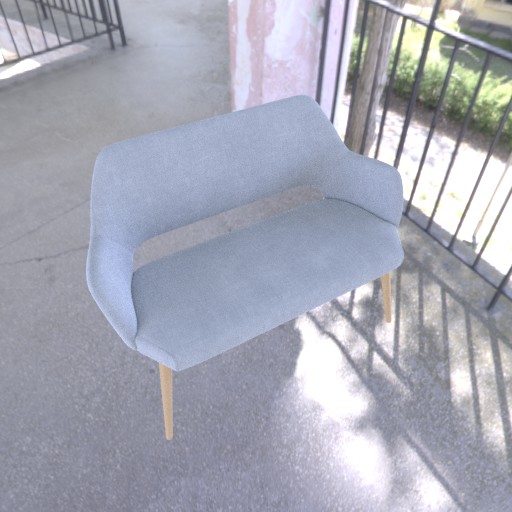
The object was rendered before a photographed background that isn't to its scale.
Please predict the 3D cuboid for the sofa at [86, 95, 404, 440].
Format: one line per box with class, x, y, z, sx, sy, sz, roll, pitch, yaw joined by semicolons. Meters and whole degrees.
sofa;0.000;0.000;1.625;1.150;0.840;0.610;-22;48;-21
